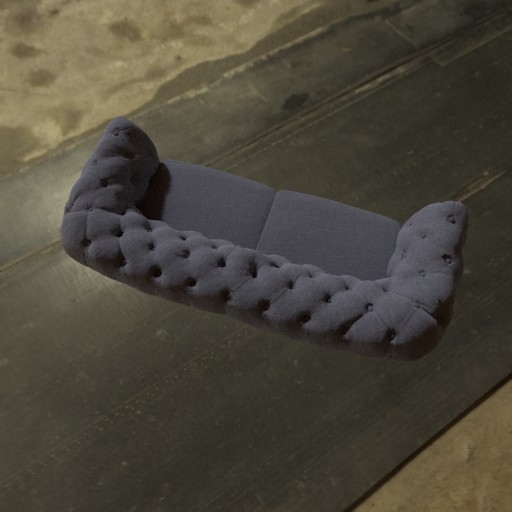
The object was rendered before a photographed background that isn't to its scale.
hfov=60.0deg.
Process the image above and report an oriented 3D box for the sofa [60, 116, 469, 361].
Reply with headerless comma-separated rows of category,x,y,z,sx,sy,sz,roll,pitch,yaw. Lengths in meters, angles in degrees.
sofa,0.000,0.000,2.831,2.335,0.836,1.046,16,65,8
